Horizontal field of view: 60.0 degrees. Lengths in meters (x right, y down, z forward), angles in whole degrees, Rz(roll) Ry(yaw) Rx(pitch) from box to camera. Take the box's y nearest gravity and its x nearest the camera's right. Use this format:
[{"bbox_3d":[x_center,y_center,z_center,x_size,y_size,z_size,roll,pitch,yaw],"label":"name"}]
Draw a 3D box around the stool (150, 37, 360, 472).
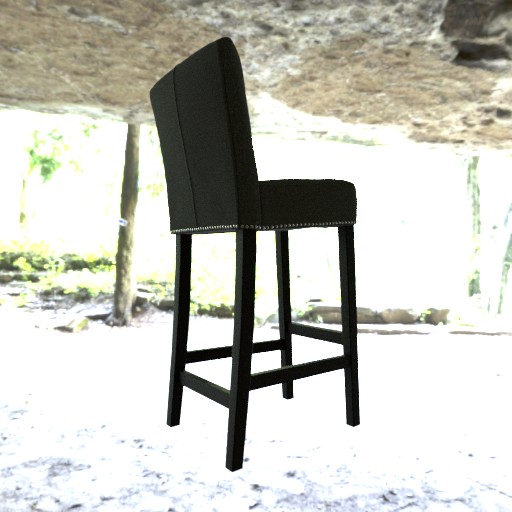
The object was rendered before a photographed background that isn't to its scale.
[{"bbox_3d":[0.000,0.000,1.346,0.548,1.047,0.411,0,0,-37],"label":"stool"}]
